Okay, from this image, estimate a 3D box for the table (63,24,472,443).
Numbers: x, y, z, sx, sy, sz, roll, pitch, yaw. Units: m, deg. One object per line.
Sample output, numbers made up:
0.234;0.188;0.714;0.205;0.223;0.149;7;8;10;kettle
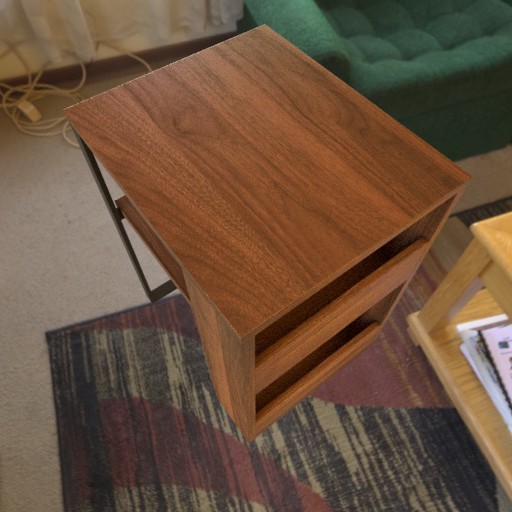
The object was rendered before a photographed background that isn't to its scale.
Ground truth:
0.000;0.000;1.522;0.660;1.041;0.786;-32;63;-19;table
